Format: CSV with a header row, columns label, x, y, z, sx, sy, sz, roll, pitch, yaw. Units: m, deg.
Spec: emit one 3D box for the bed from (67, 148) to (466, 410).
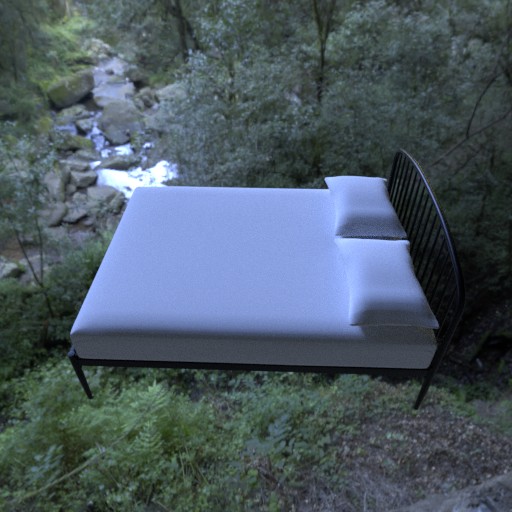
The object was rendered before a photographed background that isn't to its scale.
label,x,y,z,sx,sy,sz,roll,pitch,yaw
bed,0.000,0.000,3.095,2.159,1.166,1.618,1,41,2
